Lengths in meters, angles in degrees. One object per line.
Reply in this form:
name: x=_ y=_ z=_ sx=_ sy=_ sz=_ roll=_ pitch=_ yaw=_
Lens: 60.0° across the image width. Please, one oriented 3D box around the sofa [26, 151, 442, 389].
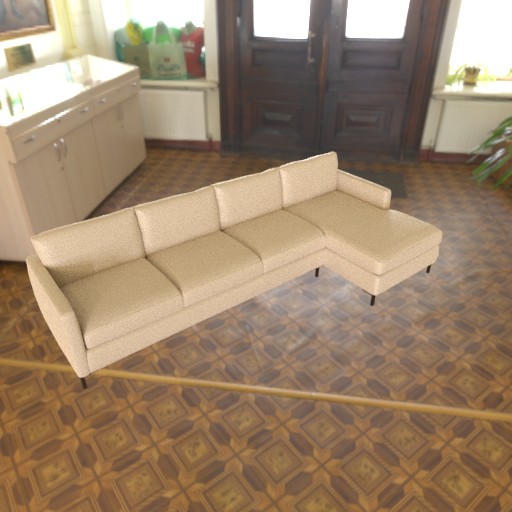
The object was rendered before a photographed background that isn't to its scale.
sofa: x=0.000 y=0.000 z=3.126 sx=2.731 sy=0.755 sz=1.258 roll=-22 pitch=38 yaw=-31
